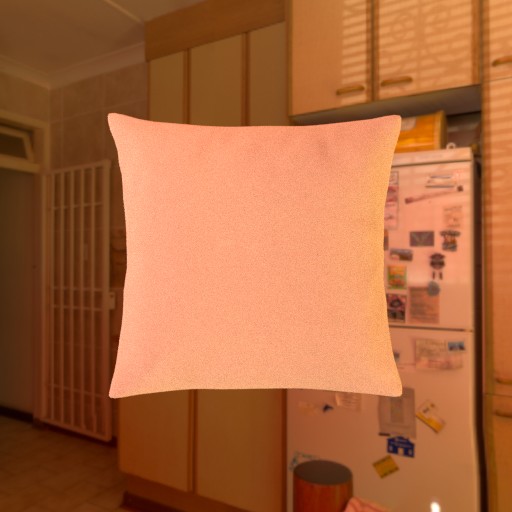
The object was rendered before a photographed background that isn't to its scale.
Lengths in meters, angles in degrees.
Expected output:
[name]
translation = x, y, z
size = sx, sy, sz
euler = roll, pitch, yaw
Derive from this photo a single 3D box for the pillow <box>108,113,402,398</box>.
[pillow]
translation = 0.000, 0.000, 0.794
size = 0.526, 0.507, 0.166
euler = 0, -1, -1
